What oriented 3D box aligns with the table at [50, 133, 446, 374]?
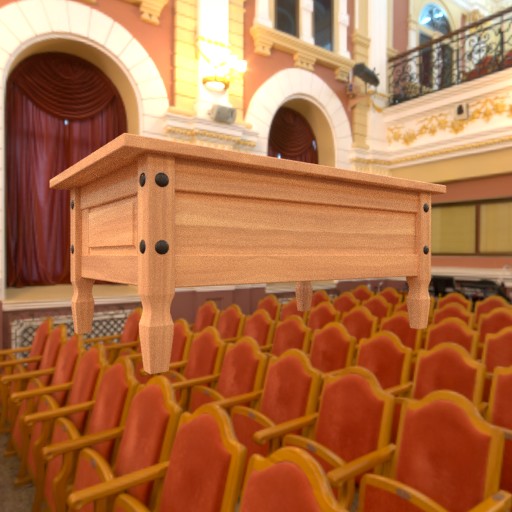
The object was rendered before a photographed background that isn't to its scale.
[{"bbox_3d":[0.000,0.000,1.300,1.000,0.437,0.600,0,0,-36],"label":"table"}]
